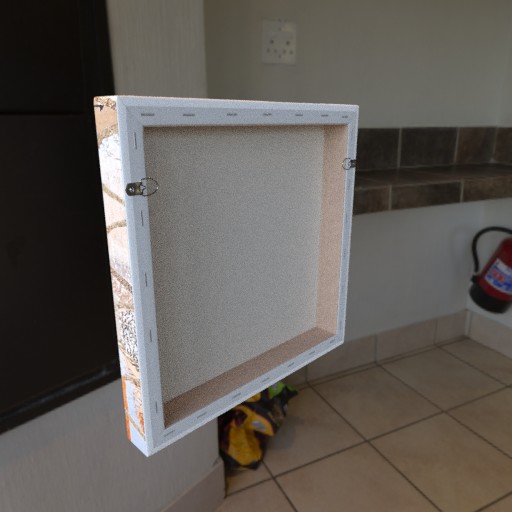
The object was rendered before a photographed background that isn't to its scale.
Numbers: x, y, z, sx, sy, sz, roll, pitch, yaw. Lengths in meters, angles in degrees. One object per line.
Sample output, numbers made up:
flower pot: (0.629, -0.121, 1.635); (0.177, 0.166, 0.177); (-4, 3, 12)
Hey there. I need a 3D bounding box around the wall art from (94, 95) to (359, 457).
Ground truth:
wall art: (0.000, 0.000, 0.461); (0.303, 0.304, 0.036); (-16, 23, -42)
